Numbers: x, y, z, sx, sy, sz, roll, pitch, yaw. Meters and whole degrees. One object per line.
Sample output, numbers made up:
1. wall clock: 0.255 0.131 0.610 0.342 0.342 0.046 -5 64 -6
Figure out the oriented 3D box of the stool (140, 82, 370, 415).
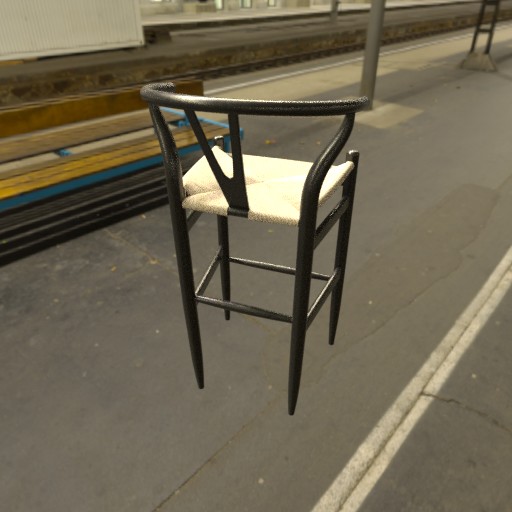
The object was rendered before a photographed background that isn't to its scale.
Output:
1. stool: 0.000 0.000 1.394 0.569 1.072 0.579 11 33 17
